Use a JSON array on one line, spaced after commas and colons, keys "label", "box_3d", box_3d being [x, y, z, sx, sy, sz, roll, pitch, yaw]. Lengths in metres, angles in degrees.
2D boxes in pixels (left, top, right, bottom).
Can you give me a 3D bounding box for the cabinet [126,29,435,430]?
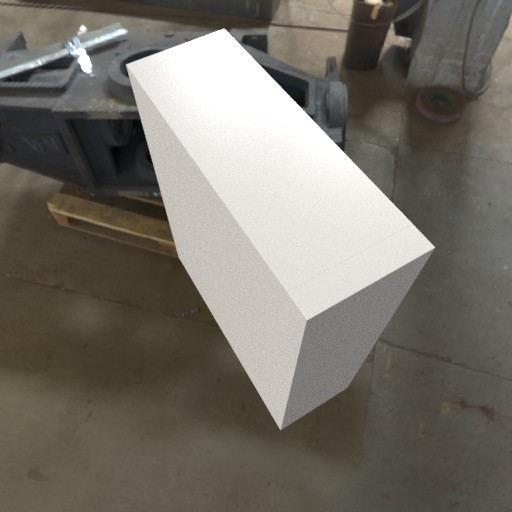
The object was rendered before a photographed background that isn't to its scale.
[{"label": "cabinet", "box_3d": [0.000, 0.000, 1.658, 0.348, 1.150, 0.990, -27, 62, -16]}]
